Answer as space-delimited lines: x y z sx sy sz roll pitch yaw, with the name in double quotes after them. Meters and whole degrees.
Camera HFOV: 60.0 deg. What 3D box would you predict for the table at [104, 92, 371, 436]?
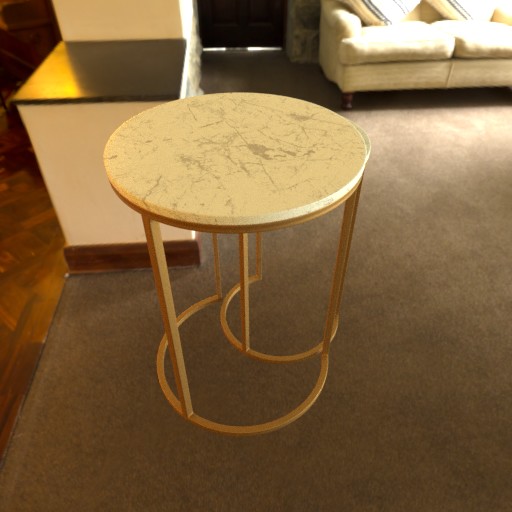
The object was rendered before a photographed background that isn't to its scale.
0.000 0.000 0.903 0.400 0.550 0.507 25 47 26 "table"
